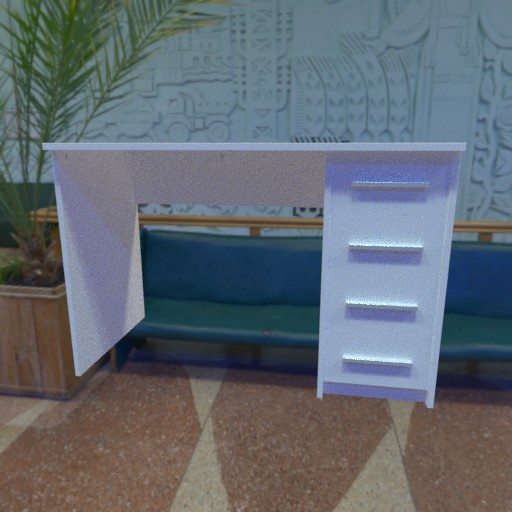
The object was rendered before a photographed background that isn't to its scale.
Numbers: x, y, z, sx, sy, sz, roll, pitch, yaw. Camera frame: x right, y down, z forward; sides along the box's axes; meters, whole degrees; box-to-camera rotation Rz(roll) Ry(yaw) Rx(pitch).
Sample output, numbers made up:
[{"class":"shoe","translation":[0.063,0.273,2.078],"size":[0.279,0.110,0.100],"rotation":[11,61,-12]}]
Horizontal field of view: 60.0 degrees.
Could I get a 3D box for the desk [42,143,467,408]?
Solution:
[{"class":"desk","translation":[0.000,0.000,1.481],"size":[1.096,0.730,0.560],"rotation":[2,14,9]}]
